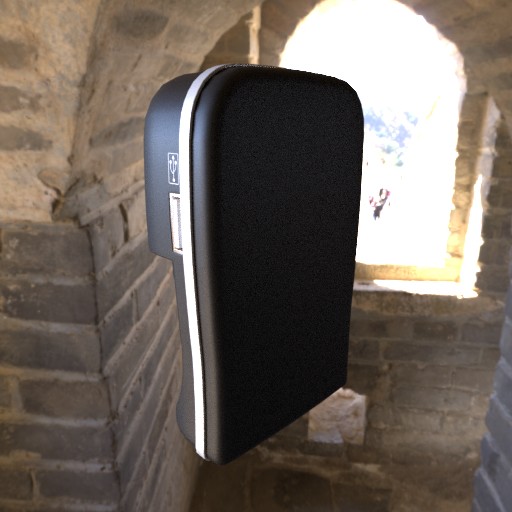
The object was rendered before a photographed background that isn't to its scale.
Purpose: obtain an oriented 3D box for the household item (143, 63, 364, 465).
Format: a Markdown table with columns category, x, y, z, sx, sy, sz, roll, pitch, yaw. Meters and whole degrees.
| category | x | y | z | sx | sy | sz | roll | pitch | yaw |
| --- | --- | --- | --- | --- | --- | --- | --- | --- | --- |
| household item | 0.000 | 0.000 | 0.148 | 0.070 | 0.114 | 0.038 | -15 | 22 | -42 |
